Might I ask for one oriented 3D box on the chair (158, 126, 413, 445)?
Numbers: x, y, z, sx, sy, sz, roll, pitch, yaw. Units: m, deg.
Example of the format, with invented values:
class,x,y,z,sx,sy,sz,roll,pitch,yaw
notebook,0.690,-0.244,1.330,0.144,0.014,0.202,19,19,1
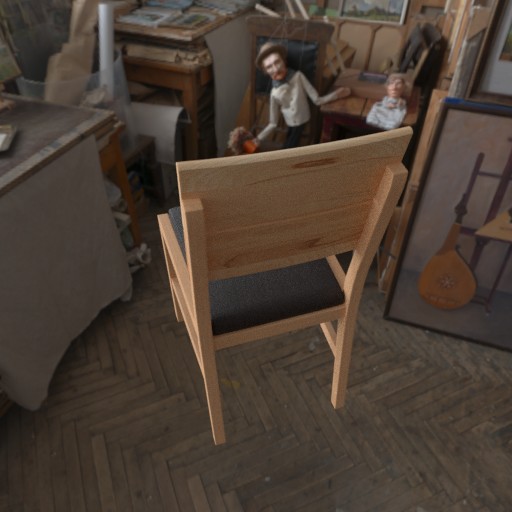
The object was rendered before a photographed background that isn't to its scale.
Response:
class,x,y,z,sx,sy,sz,roll,pitch,yaw
chair,0.000,0.000,1.246,0.475,0.950,0.560,-12,44,-13
